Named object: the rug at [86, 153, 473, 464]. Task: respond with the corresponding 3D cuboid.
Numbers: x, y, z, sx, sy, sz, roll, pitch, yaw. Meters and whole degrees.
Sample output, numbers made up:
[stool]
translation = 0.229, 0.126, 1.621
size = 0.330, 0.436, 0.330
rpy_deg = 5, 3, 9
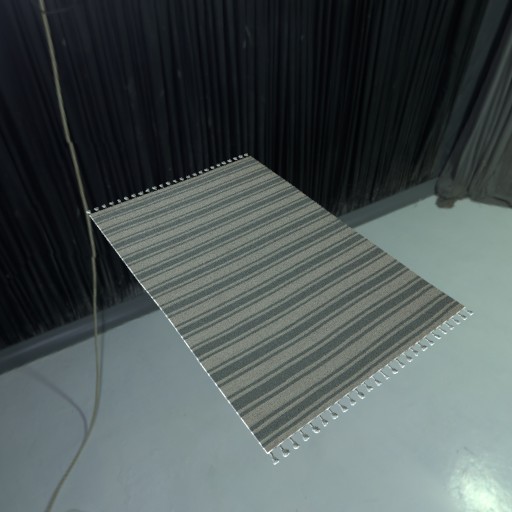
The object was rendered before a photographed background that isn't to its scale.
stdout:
[rug]
translation = 0.000, 0.000, 3.079
size = 1.539, 0.011, 2.410
rpy_deg = -26, 48, -26
